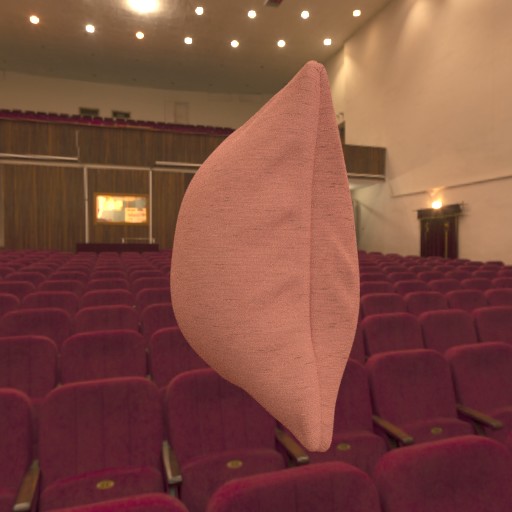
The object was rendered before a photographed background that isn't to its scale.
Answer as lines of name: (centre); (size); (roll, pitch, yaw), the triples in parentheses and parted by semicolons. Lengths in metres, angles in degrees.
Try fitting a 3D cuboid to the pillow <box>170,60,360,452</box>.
pillow: (0.000, 0.000, 0.662); (0.246, 0.415, 0.432); (0, 1, -18)
